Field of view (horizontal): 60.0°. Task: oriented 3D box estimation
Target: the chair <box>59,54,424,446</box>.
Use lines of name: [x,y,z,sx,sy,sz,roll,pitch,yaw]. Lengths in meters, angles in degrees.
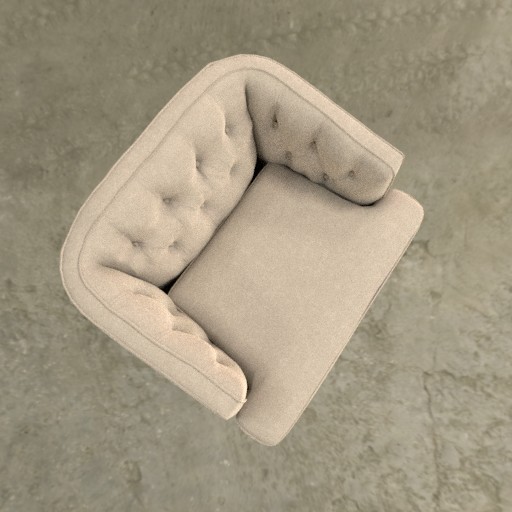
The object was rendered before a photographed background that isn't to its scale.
chair: [0.000,0.000,1.729,0.941,0.852,1.104,34,77,9]
